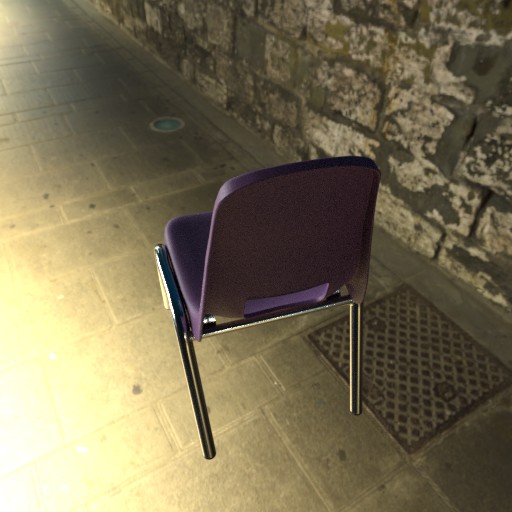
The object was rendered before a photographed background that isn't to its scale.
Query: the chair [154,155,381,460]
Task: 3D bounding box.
[{"bbox_3d":[0.000,0.000,0.815,0.356,0.584,0.419,-11,42,-13],"label":"chair"}]
